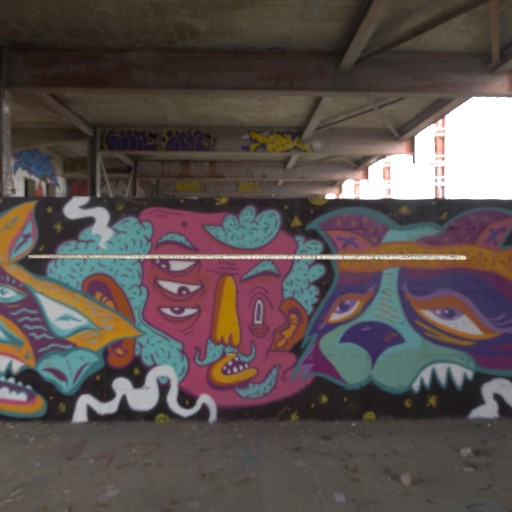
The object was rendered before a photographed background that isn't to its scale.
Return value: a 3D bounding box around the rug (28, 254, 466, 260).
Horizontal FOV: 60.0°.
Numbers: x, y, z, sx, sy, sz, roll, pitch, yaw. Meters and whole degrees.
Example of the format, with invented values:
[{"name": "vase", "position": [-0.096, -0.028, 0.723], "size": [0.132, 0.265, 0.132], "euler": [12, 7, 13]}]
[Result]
[{"name": "rug", "position": [0.000, 0.000, 3.059], "size": [2.469, 0.024, 1.539], "euler": [0, 0, 18]}]
